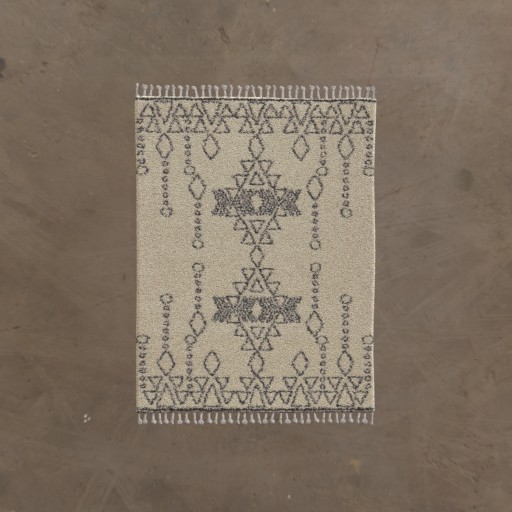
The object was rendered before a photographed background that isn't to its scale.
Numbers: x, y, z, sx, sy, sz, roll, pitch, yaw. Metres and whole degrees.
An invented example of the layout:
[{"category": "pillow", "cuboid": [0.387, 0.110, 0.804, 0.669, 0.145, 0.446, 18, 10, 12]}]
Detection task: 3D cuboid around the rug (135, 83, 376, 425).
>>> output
[{"category": "rug", "cuboid": [0.000, 0.000, 3.926, 2.125, 0.028, 3.027, 0, 91, -1]}]
